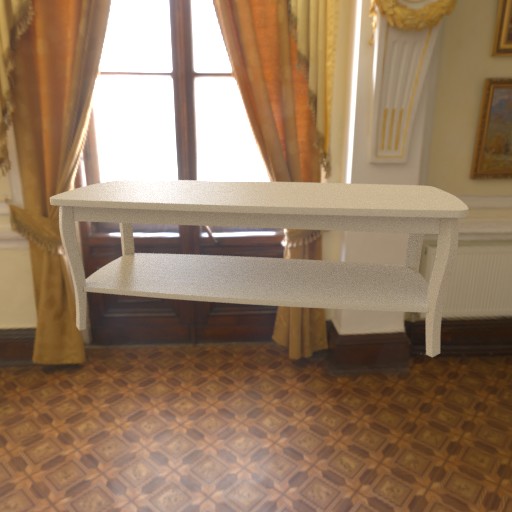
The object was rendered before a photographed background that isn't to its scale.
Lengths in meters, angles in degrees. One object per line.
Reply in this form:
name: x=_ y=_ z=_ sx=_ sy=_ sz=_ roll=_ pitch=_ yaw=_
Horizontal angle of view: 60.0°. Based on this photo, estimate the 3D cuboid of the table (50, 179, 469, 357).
table: x=0.000 y=0.000 z=1.630 sx=1.334 sy=0.474 sz=0.561 roll=3 pitch=17 yaw=9
